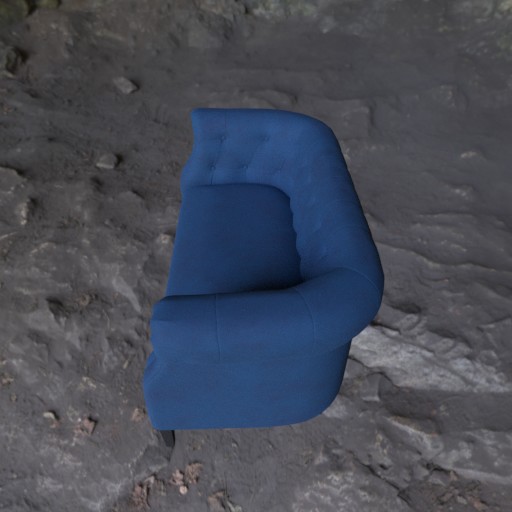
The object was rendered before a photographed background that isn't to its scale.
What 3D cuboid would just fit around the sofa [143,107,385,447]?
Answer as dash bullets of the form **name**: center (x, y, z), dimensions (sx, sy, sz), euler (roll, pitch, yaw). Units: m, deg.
- **sofa**: center (0.000, 0.000, 2.040), dimensions (0.835, 0.827, 1.558), euler (-1, 41, -1)
